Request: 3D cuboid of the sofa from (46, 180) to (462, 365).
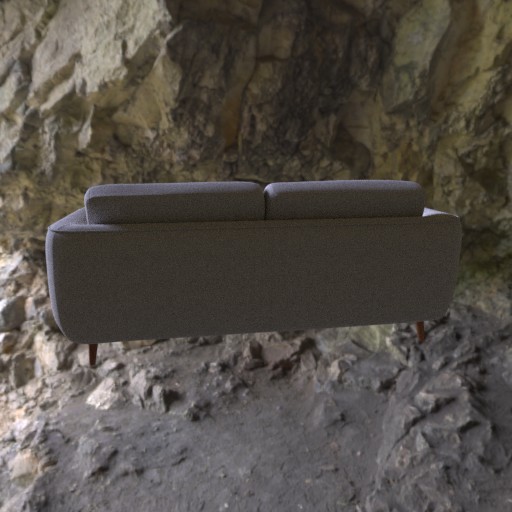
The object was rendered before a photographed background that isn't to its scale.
[{"bbox_3d":[0.000,0.000,2.442,2.000,0.850,0.920,-2,14,-9],"label":"sofa"}]
